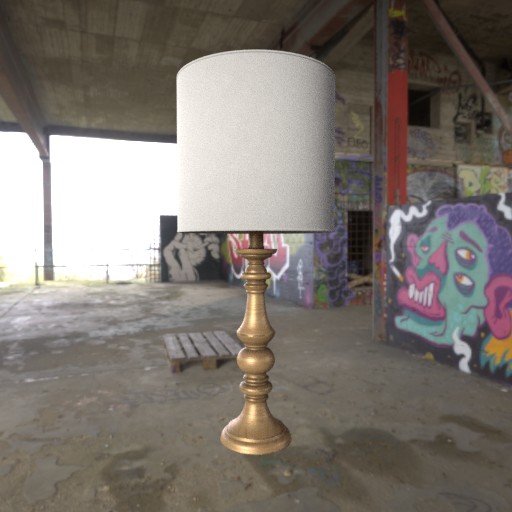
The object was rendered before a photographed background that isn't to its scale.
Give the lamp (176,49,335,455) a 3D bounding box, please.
[{"bbox_3d":[0.000,0.000,0.717,0.250,0.597,0.250,0,2,0],"label":"lamp"}]
